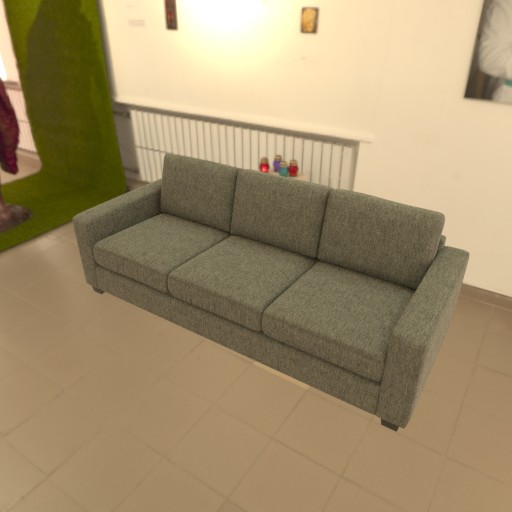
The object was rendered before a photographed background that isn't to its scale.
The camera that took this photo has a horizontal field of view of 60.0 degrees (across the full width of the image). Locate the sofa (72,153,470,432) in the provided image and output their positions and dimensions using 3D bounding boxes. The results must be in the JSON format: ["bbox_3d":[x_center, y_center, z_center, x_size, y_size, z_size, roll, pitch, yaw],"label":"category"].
[{"bbox_3d":[0.000,0.000,2.619,2.160,0.800,0.900,18,35,28],"label":"sofa"}]
